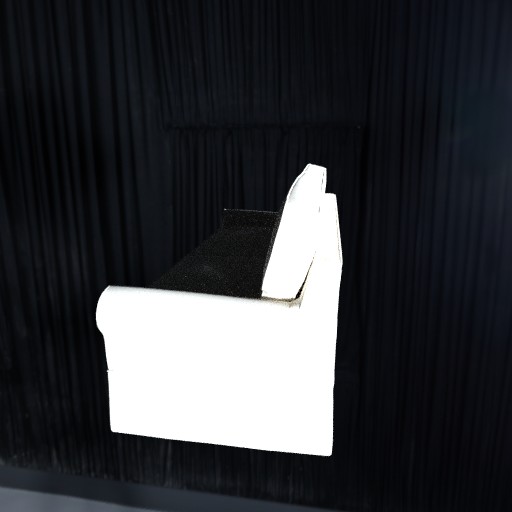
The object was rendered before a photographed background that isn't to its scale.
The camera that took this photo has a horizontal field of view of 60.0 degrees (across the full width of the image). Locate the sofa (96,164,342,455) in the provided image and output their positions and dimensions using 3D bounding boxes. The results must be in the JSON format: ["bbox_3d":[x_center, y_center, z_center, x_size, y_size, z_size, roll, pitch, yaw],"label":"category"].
[{"bbox_3d":[0.000,0.000,2.435,0.862,0.937,2.021,2,15,9],"label":"sofa"}]
